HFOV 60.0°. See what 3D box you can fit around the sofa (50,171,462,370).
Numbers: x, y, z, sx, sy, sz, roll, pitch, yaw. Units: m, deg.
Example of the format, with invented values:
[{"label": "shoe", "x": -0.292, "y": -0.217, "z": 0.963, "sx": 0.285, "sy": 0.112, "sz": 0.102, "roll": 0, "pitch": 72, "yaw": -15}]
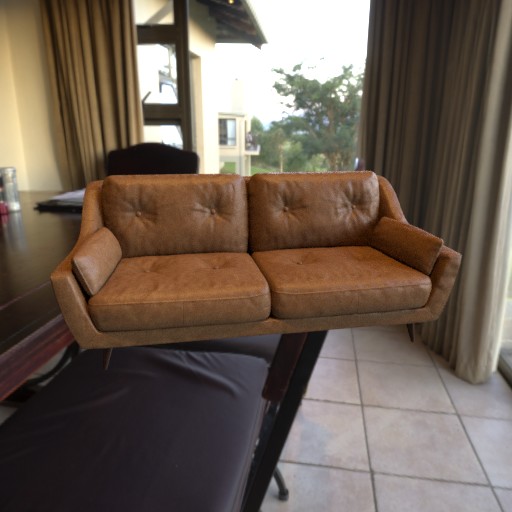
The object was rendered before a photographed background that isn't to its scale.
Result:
[{"label": "sofa", "x": 0.000, "y": 0.000, "z": 2.426, "sx": 1.902, "sy": 0.839, "sz": 0.904, "roll": -3, "pitch": 17, "yaw": -10}]
